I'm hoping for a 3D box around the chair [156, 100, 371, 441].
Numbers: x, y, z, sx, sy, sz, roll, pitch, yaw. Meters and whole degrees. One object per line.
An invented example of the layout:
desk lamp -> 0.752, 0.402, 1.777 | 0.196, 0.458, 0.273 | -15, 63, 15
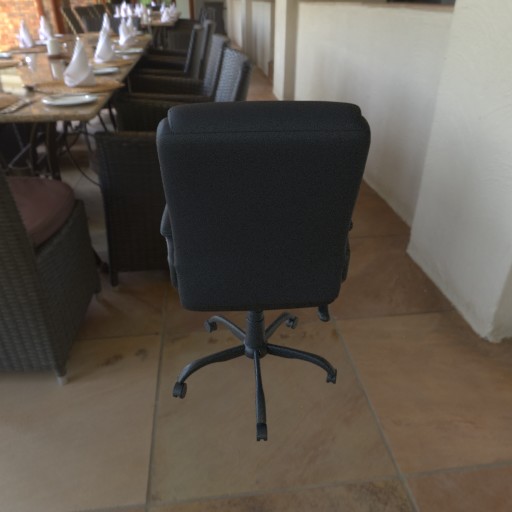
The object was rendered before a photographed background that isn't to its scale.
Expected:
chair -> 0.000, 0.000, 1.446 | 0.615, 1.072, 0.655 | -2, 30, -3
